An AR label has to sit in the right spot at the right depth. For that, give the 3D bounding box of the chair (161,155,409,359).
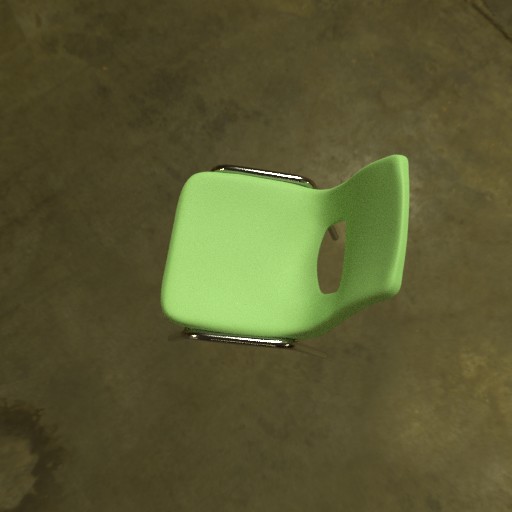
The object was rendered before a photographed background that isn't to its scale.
[{"bbox_3d":[0.000,0.000,0.936,0.436,0.653,0.381,8,76,2],"label":"chair"}]
